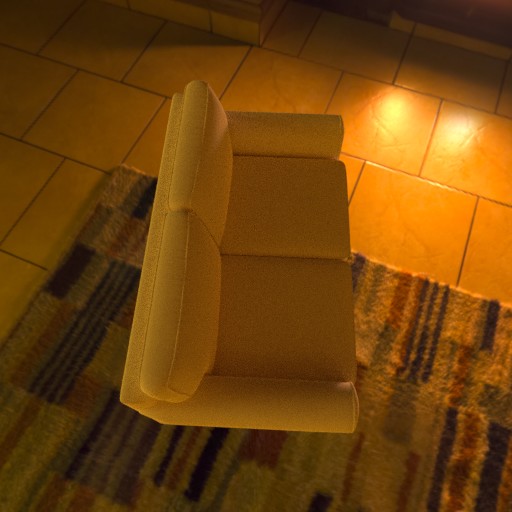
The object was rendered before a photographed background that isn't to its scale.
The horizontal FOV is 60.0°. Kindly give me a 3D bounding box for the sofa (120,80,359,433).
[{"bbox_3d":[0.000,0.000,2.351,0.991,0.940,1.727,2,64,1],"label":"sofa"}]
